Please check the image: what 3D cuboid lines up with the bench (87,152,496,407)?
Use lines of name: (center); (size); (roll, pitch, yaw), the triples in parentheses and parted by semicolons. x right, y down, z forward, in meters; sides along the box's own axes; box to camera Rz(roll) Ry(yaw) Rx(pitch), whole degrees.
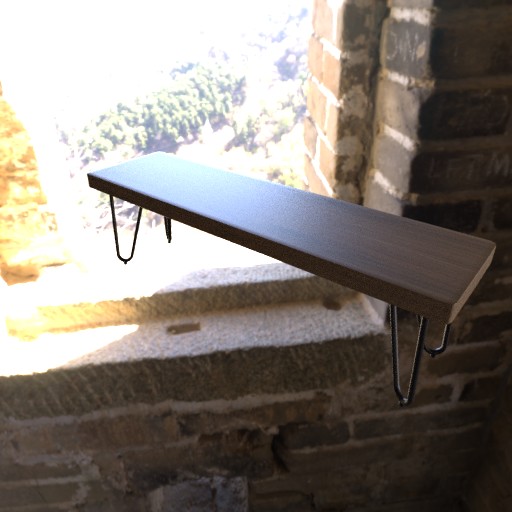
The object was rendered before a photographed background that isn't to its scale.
bench: (0.000, 0.000, 1.758); (1.570, 0.462, 0.425); (21, 36, 33)
